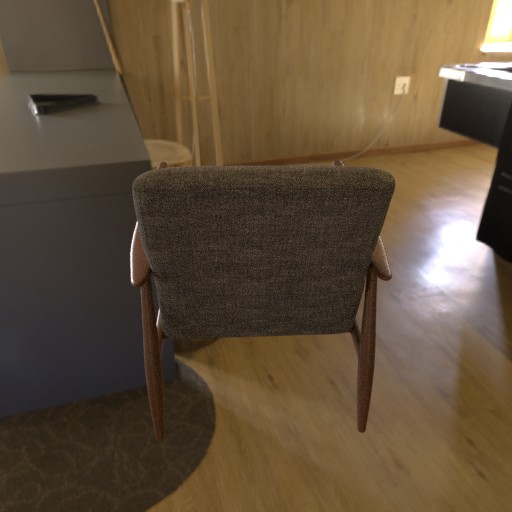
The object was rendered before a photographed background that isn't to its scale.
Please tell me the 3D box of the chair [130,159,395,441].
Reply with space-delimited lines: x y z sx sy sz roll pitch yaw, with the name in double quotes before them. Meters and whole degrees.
"chair" 0.000 0.000 1.442 0.741 0.832 0.798 -1 30 -2
